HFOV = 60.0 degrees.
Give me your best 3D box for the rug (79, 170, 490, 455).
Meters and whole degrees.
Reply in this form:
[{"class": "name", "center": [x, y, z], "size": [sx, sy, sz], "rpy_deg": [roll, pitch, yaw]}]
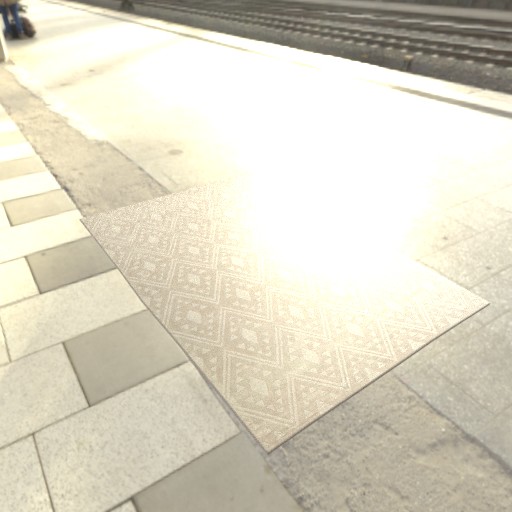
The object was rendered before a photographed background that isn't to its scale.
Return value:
[{"class": "rug", "center": [0.000, 0.000, 2.278], "size": [1.252, 0.034, 1.829], "rpy_deg": [-22, 39, -29]}]
